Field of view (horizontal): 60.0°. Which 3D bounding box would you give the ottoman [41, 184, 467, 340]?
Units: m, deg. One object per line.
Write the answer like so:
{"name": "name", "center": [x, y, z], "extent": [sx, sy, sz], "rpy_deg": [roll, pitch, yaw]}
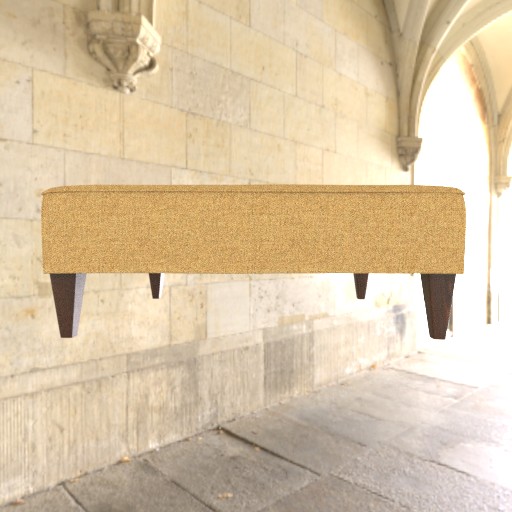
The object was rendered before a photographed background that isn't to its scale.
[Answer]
{"name": "ottoman", "center": [0.000, 0.000, 1.480], "extent": [0.981, 0.378, 0.970], "rpy_deg": [0, 1, 1]}
